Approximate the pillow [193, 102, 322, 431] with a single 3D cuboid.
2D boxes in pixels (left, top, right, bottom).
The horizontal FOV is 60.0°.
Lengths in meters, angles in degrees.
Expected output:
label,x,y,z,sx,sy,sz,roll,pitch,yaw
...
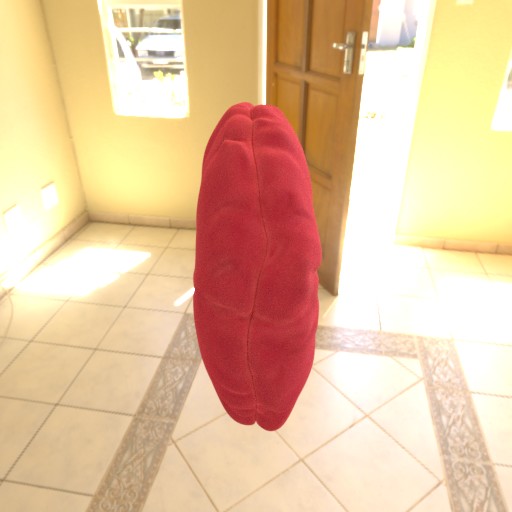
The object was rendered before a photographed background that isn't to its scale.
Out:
label,x,y,z,sx,sy,sz,roll,pitch,yaw
pillow,0.000,0.000,0.622,0.148,0.407,0.428,0,30,0
